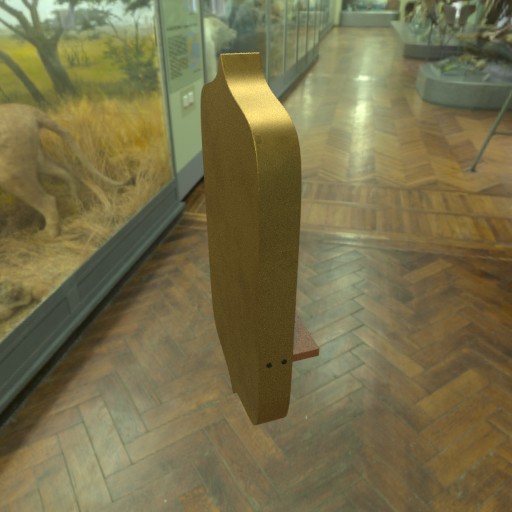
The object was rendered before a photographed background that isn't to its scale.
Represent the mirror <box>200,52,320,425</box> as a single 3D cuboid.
[{"bbox_3d":[0.000,0.000,0.731,0.096,0.613,0.323,-9,32,-15],"label":"mirror"}]
